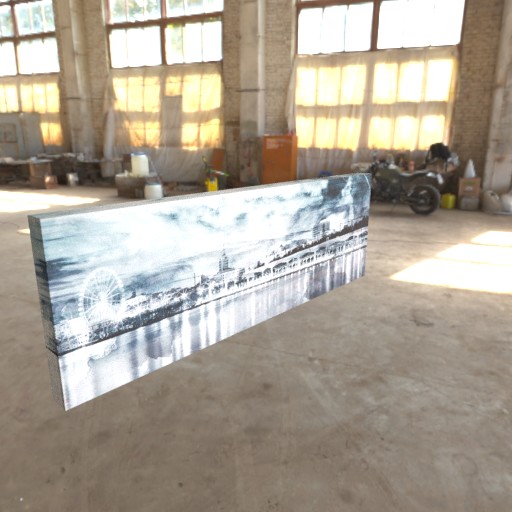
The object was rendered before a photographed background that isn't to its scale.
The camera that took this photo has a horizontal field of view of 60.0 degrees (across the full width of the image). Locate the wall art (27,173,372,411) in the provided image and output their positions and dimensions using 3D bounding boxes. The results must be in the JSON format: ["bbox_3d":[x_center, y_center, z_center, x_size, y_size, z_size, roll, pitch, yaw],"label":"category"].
[{"bbox_3d":[0.000,0.000,0.815,0.037,0.251,0.759,14,21,41],"label":"wall art"}]
